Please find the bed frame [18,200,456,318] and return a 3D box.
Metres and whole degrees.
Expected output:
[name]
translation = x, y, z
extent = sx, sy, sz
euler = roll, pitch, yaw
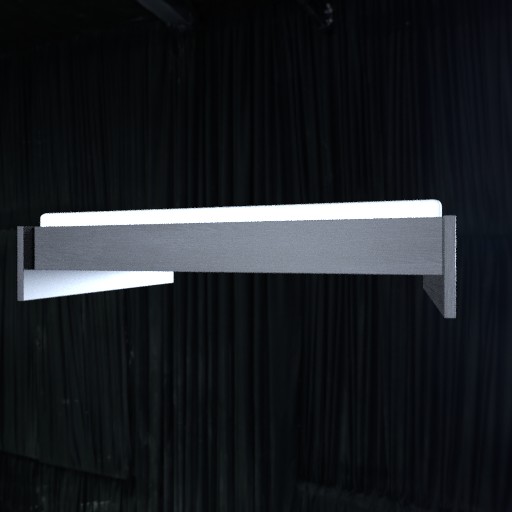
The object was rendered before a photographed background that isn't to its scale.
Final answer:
[bed frame]
translation = 0.000, 0.000, 2.557
extent = 1.950, 0.432, 1.490
euler = 0, 0, 18
